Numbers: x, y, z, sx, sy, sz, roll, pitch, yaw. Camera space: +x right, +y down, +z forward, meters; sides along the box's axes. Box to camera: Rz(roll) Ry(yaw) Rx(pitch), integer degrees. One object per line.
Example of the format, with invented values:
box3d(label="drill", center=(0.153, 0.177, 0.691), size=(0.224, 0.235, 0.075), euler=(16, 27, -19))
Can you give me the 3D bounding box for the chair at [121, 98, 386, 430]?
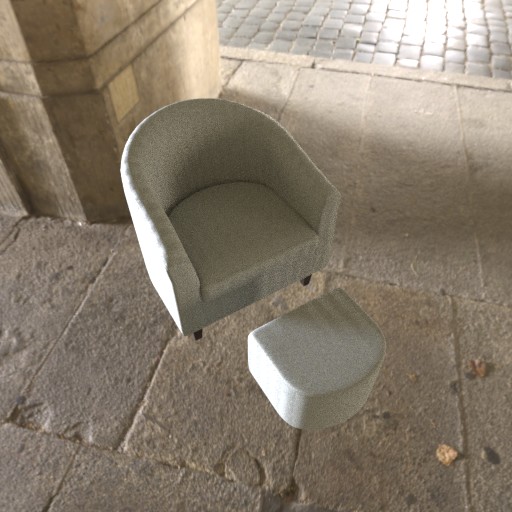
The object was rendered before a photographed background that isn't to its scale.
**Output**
box3d(label="chair", center=(0.000, 0.000, 1.776), size=(0.756, 0.757, 1.288), euler=(-24, 52, -21))
